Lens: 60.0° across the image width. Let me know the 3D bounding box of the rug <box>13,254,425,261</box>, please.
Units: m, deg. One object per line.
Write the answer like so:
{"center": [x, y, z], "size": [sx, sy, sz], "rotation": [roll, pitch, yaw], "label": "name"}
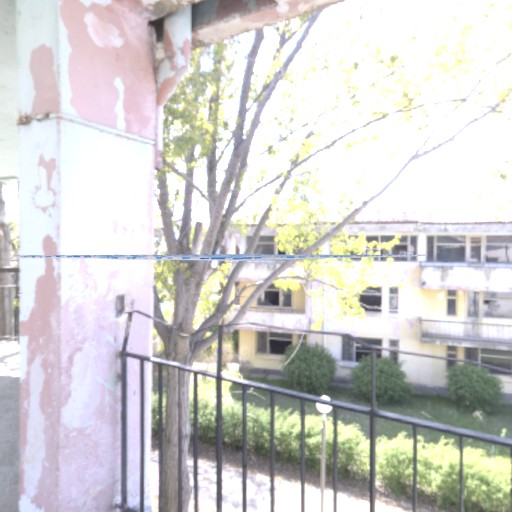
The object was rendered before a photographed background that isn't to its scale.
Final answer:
{"center": [0.000, 0.000, 2.262], "size": [1.209, 0.011, 1.830], "rotation": [0, 1, 35], "label": "rug"}
